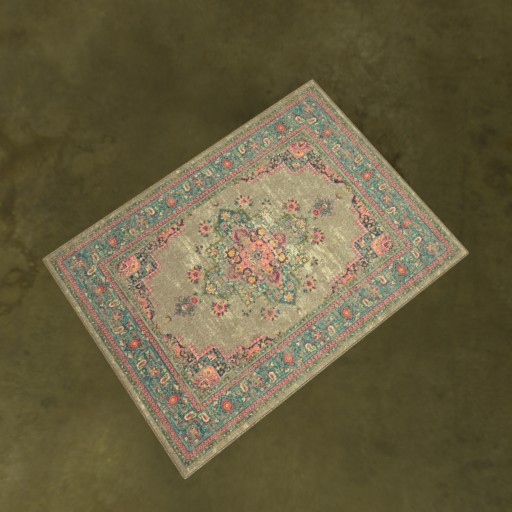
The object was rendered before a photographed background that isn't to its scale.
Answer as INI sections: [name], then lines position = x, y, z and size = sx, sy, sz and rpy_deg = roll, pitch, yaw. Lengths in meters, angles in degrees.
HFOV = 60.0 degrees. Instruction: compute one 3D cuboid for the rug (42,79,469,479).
[rug]
position = 0.000, 0.000, 2.831
size = 2.214, 0.013, 1.609
rpy_deg = -36, 78, -9
